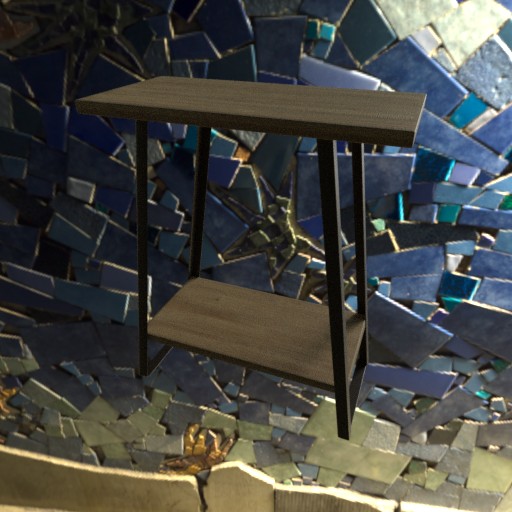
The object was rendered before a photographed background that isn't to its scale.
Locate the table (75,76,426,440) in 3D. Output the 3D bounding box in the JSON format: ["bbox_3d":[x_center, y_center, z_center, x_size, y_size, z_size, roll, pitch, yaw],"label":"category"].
[{"bbox_3d":[0.000,0.000,1.017,0.599,0.701,0.300,11,32,18],"label":"table"}]
